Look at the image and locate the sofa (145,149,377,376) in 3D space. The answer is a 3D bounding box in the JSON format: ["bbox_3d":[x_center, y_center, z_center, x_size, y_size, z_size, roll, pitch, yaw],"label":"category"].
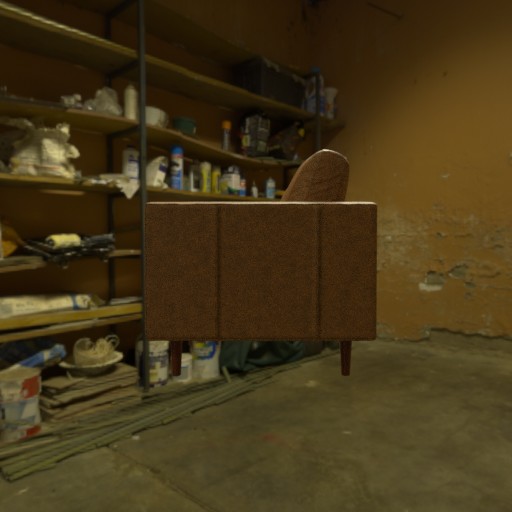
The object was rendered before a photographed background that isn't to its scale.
[{"bbox_3d":[0.000,0.000,2.769,0.903,0.930,2.231,0,1,0],"label":"sofa"}]
